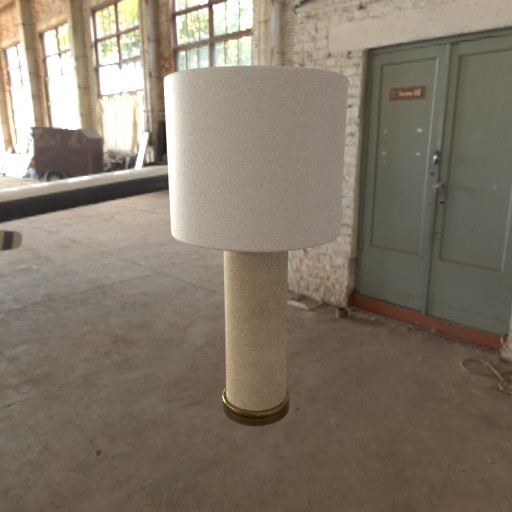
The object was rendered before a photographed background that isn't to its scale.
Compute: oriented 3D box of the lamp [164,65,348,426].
[{"bbox_3d":[0.000,0.000,0.825,0.305,0.634,0.305,-2,15,-8],"label":"lamp"}]
